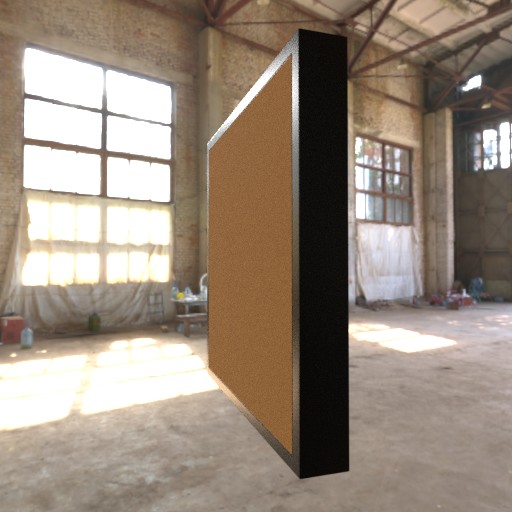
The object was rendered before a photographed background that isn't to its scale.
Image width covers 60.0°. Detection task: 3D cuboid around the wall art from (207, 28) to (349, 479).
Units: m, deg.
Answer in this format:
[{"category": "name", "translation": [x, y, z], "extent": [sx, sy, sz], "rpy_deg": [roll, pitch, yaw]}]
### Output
[{"category": "wall art", "translation": [0.000, 0.000, 0.441], "extent": [0.037, 0.299, 0.299], "rpy_deg": [0, -1, -18]}]
